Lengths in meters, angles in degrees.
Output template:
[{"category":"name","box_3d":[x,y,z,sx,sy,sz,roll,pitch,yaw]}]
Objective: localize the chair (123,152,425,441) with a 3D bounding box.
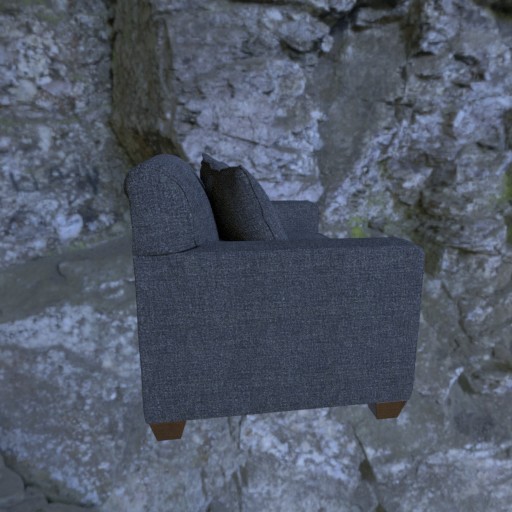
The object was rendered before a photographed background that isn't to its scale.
[{"category":"chair","box_3d":[0.000,0.000,2.089,1.000,0.948,1.383,-2,14,-9]}]
